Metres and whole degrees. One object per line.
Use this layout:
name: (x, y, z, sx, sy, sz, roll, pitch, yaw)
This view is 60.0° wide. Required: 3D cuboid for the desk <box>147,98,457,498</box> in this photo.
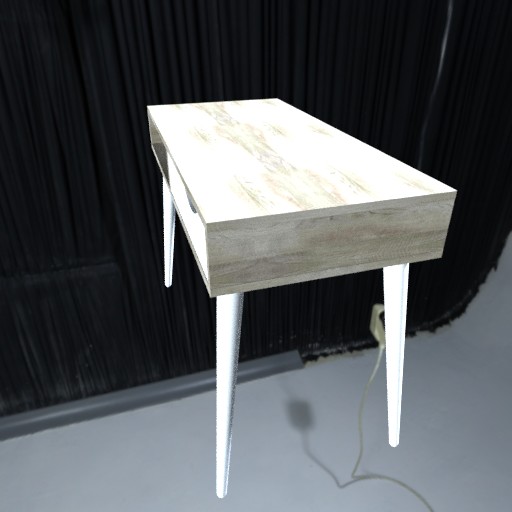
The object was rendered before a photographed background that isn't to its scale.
desk: (0.000, 0.000, 1.339, 0.491, 0.723, 0.979, -9, 31, -15)
